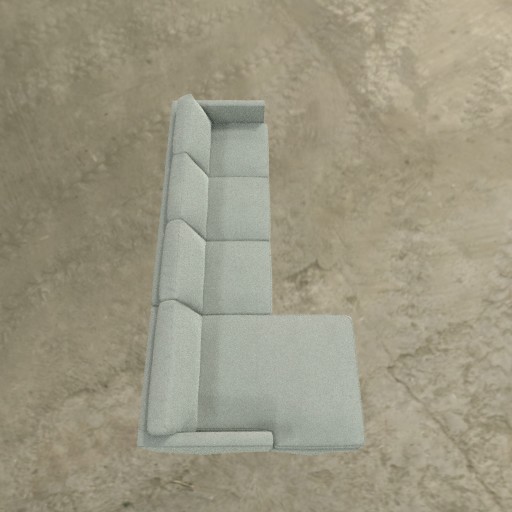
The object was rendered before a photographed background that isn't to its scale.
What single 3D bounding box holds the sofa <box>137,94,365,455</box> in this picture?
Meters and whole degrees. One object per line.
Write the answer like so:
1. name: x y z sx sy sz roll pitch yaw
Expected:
1. sofa: 0.000 0.000 3.931 1.650 0.922 3.205 0 63 0
